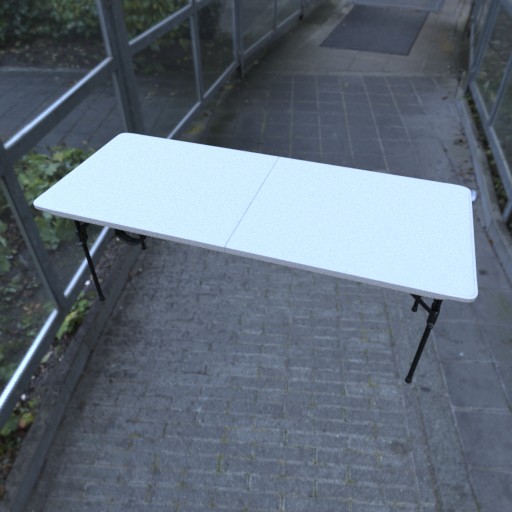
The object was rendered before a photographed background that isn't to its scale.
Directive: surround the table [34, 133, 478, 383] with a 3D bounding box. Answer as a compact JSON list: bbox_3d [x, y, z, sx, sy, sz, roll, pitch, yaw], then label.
[{"bbox_3d":[0.000,0.000,2.212,1.829,0.719,0.761,12,42,14],"label":"table"}]
